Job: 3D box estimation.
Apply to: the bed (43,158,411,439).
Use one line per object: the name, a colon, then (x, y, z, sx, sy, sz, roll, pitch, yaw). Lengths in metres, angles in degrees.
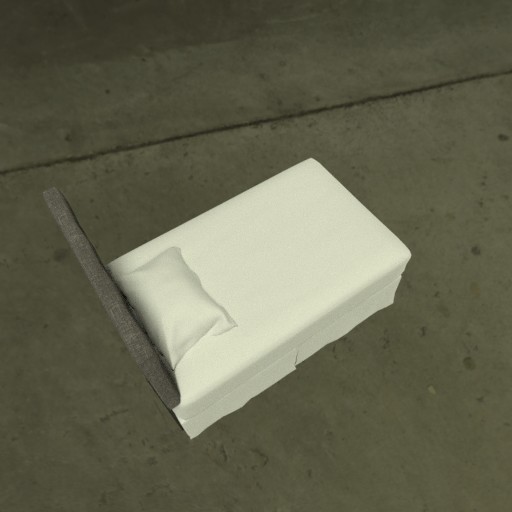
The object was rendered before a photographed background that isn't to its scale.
bed: (0.000, 0.000, 3.036, 1.997, 1.571, 1.261, -30, 63, -18)
